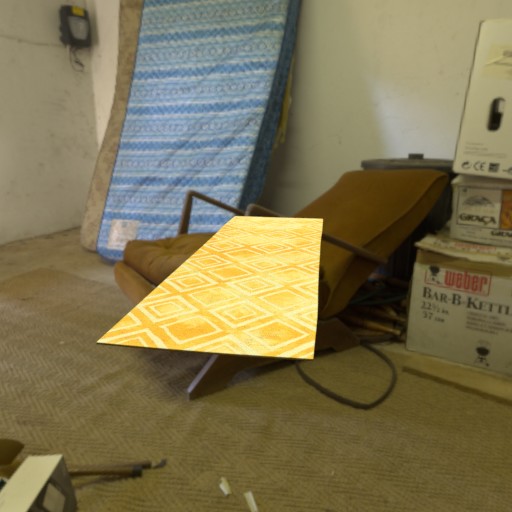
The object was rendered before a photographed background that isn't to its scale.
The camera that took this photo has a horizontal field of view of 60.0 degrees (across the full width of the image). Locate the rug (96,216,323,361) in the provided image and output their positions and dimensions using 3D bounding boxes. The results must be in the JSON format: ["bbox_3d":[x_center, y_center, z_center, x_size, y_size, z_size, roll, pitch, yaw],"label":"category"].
[{"bbox_3d":[0.000,0.000,2.663,0.775,0.010,2.438,2,16,9],"label":"rug"}]
